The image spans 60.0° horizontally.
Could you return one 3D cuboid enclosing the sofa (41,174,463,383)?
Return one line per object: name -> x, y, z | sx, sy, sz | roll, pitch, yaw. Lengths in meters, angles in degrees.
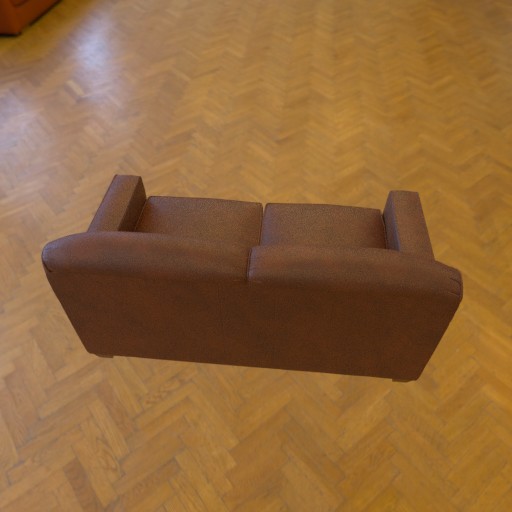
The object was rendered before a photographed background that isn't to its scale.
sofa -> 0.000, 0.000, 2.483 | 1.856, 0.966, 1.000 | 4, 48, 4
